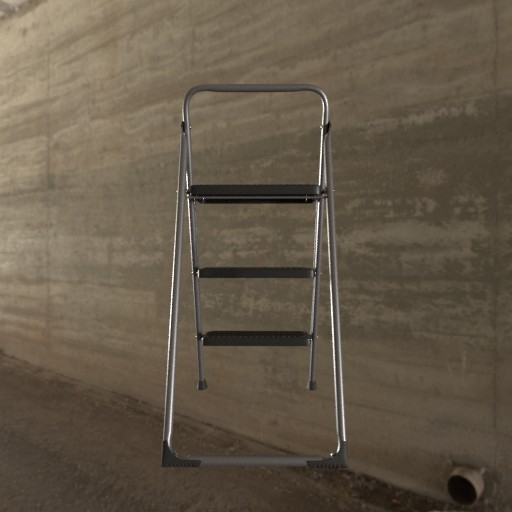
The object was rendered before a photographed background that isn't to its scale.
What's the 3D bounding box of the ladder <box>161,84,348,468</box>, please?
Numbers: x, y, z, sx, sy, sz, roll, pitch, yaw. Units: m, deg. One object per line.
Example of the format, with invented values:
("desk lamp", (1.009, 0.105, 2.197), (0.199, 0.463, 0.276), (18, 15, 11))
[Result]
("ladder", (0.000, 0.000, 1.292), (0.430, 0.945, 0.629), (0, 0, 1))
